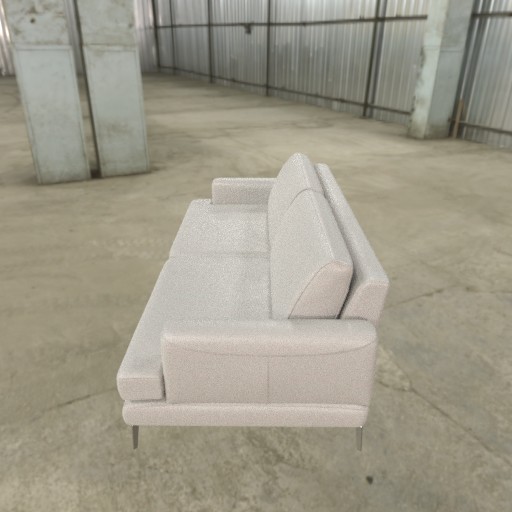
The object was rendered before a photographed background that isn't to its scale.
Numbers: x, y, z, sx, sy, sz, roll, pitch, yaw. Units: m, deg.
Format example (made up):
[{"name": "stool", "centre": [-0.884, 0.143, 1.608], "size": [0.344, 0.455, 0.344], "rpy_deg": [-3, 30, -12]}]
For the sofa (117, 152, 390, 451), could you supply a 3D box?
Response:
[{"name": "sofa", "centre": [0.000, 0.000, 2.396], "size": [0.974, 0.765, 1.940], "rpy_deg": [0, 26, 0]}]
